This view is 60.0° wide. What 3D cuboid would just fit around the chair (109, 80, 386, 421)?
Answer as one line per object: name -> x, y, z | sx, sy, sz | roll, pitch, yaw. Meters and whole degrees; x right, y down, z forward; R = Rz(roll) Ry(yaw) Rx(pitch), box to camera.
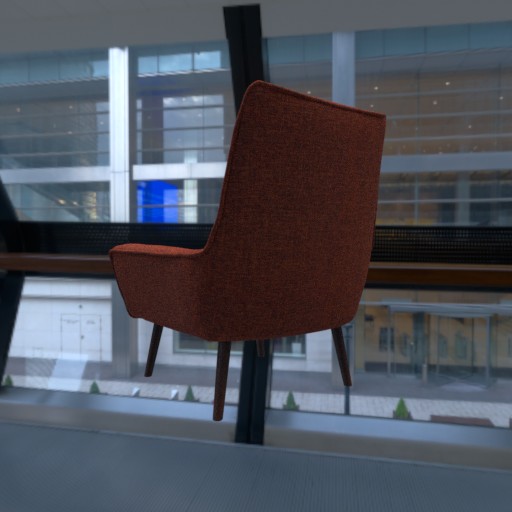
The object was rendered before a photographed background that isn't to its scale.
chair -> 0.000, 0.000, 1.546 | 0.803, 0.911, 0.784 | -1, 1, -35
